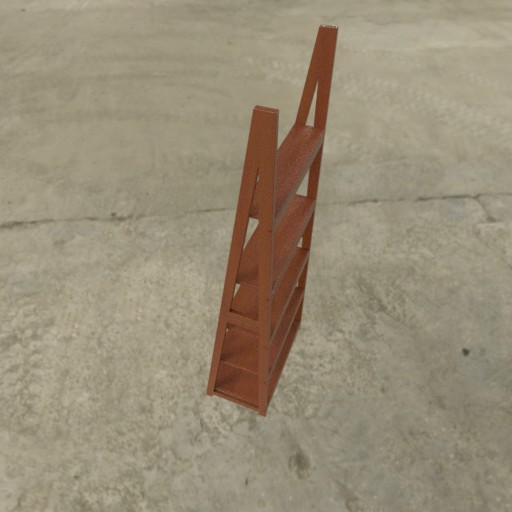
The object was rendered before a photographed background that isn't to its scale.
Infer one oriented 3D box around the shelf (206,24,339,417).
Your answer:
[{"bbox_3d":[0.000,0.000,1.990,0.356,1.780,0.630,16,49,15],"label":"shelf"}]
